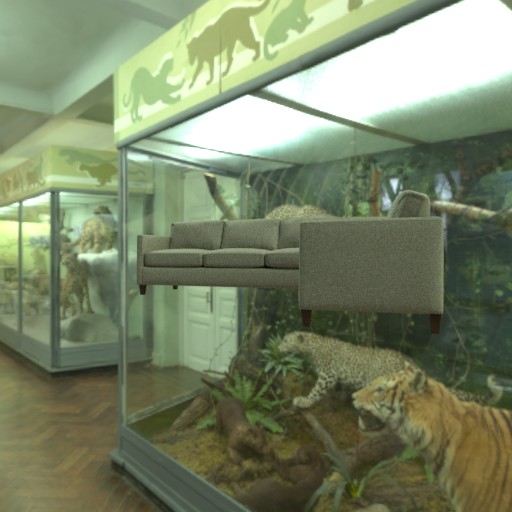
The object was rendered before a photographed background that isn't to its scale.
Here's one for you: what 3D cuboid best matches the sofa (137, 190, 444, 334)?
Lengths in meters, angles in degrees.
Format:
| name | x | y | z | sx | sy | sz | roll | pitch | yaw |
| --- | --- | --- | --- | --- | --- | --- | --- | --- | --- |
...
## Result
| name | x | y | z | sx | sy | sz | roll | pitch | yaw |
| --- | --- | --- | --- | --- | --- | --- | --- | --- | --- |
| sofa | 0.000 | 0.000 | 4.454 | 3.302 | 0.947 | 2.593 | 0 | 1 | 18 |
